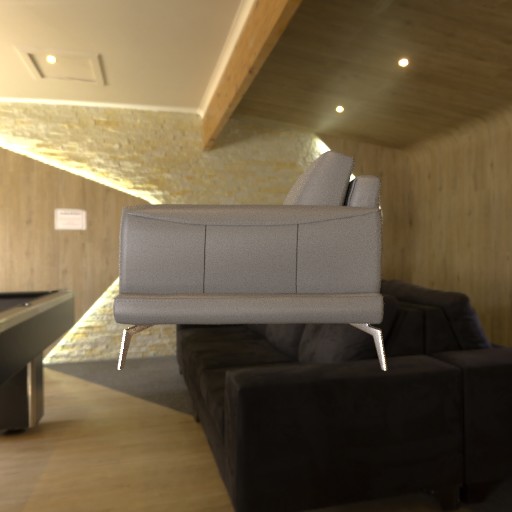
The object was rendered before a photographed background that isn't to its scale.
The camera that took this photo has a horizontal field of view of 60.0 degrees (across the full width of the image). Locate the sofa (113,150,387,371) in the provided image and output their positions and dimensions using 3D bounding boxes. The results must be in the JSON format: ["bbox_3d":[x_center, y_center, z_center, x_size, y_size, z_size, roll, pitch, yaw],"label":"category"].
[{"bbox_3d":[0.000,0.000,2.774,1.121,0.930,2.177,0,0,1],"label":"sofa"}]
